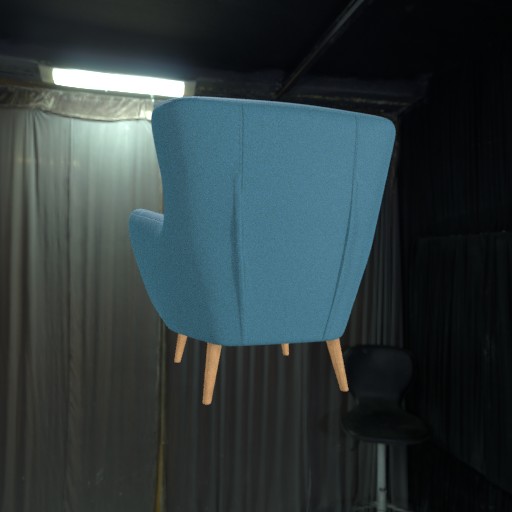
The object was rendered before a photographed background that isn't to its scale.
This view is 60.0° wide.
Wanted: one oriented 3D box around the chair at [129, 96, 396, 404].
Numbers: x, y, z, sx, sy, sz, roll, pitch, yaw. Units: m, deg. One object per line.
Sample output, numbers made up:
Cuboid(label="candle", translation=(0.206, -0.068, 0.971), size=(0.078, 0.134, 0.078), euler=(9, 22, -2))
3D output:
Cuboid(label="chair", translation=(0.000, 0.000, 1.633), size=(0.890, 0.889, 0.889), euler=(0, -1, -17))
